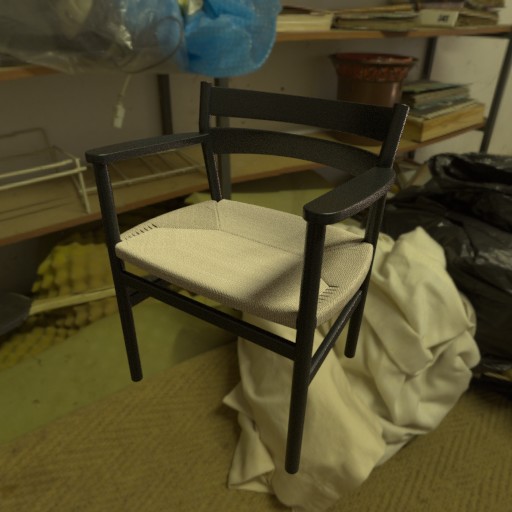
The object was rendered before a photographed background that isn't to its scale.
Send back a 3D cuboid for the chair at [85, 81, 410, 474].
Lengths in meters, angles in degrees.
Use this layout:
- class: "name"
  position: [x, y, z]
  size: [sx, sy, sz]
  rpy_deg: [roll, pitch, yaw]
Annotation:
- class: "chair"
  position: [0.000, 0.000, 1.153]
  size: [0.630, 0.775, 0.508]
  rpy_deg: [18, 35, 29]
